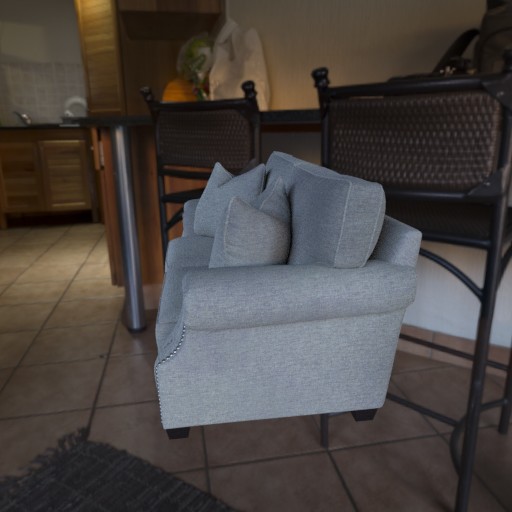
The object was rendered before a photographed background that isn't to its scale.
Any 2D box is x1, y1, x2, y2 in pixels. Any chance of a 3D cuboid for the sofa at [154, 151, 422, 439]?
[{"bbox_3d":[0.000,0.000,2.298,0.966,0.966,1.701,-3,17,-8],"label":"sofa"}]
